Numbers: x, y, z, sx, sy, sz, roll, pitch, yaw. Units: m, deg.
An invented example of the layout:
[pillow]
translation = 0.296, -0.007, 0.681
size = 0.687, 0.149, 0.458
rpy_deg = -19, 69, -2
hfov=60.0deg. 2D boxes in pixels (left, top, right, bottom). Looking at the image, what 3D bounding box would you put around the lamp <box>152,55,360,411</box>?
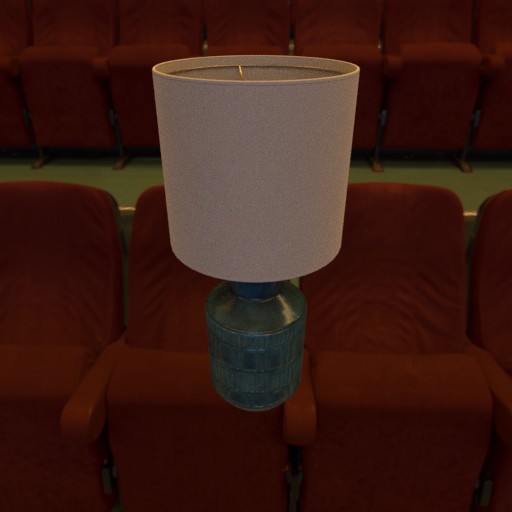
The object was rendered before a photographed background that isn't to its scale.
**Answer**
[lamp]
translation = 0.000, 0.000, 0.572
size = 0.211, 0.455, 0.211
rpy_deg = 1, 30, 2
